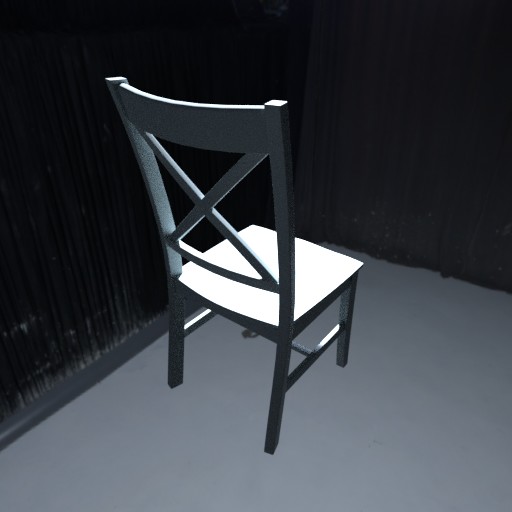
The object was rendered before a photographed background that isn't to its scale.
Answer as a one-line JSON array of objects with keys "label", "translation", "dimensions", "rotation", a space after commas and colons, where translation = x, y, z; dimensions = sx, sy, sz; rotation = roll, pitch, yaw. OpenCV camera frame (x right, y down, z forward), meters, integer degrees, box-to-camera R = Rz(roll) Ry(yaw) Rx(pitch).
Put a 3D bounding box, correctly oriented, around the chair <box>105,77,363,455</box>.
[{"label": "chair", "translation": [0.000, 0.000, 1.291], "dimensions": [0.485, 0.983, 0.542], "rotation": [21, 36, 32]}]
